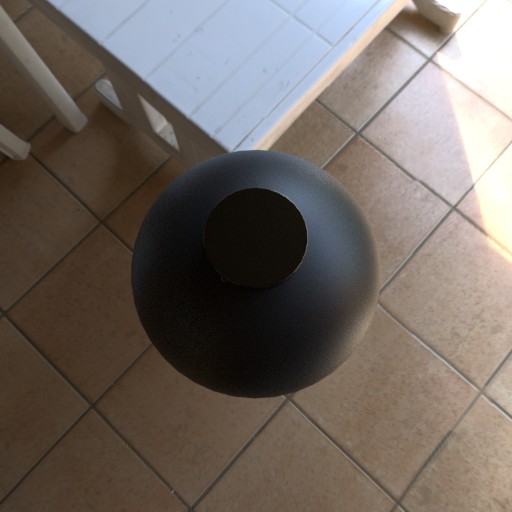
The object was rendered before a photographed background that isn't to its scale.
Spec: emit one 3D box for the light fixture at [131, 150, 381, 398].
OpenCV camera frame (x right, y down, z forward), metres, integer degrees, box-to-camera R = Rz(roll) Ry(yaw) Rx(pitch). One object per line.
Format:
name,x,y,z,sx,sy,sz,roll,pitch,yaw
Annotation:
light fixture,0.000,0.000,0.560,0.355,0.177,0.355,0,76,0
